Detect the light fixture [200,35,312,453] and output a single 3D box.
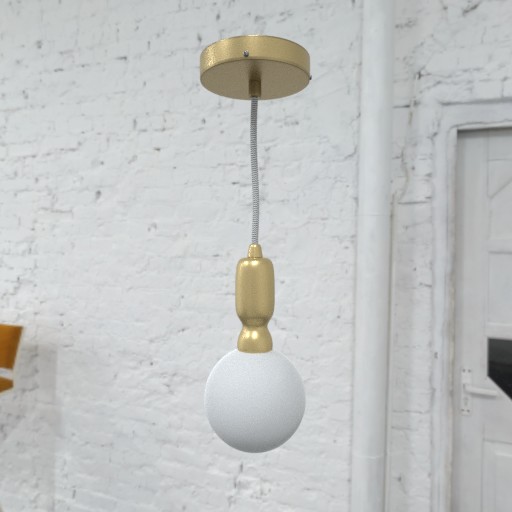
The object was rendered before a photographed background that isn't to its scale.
[{"bbox_3d":[0.000,0.000,0.584,0.146,0.510,0.147,0,1,1],"label":"light fixture"}]
